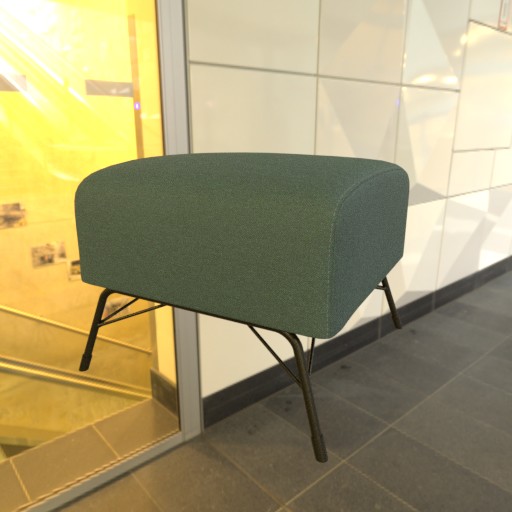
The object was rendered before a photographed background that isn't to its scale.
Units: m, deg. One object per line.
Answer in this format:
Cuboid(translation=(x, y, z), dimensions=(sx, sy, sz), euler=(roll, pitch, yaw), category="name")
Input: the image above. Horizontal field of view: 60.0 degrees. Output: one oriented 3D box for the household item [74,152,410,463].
Cuboid(translation=(0.000, 0.000, 0.930), dimensions=(0.530, 0.420, 0.530), euler=(9, 18, 28), category="household item")
